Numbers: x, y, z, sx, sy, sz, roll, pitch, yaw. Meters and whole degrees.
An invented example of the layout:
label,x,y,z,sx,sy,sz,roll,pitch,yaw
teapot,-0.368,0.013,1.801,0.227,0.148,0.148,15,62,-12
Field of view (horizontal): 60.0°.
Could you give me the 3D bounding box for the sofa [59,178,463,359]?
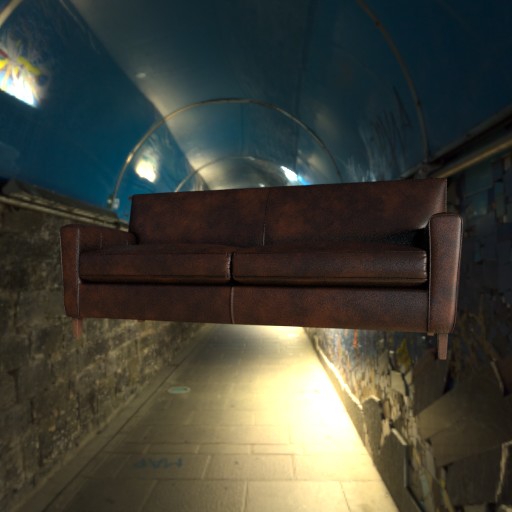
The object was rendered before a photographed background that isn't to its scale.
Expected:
label,x,y,z,sx,sy,sz,roll,pitch,yaw
sofa,0.000,0.000,2.418,1.995,0.871,0.786,0,-1,17
